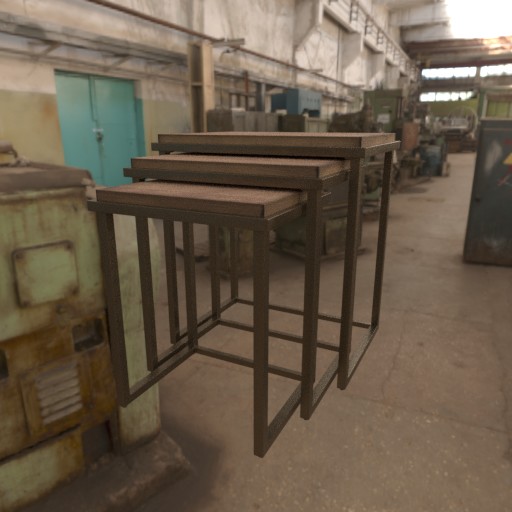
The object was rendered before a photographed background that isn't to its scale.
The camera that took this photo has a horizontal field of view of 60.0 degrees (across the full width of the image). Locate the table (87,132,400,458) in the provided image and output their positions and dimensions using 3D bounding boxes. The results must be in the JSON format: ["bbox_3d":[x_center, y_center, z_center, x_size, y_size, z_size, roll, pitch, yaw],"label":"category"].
[{"bbox_3d":[0.000,0.000,1.156,0.559,0.610,0.706,8,19,26],"label":"table"}]
